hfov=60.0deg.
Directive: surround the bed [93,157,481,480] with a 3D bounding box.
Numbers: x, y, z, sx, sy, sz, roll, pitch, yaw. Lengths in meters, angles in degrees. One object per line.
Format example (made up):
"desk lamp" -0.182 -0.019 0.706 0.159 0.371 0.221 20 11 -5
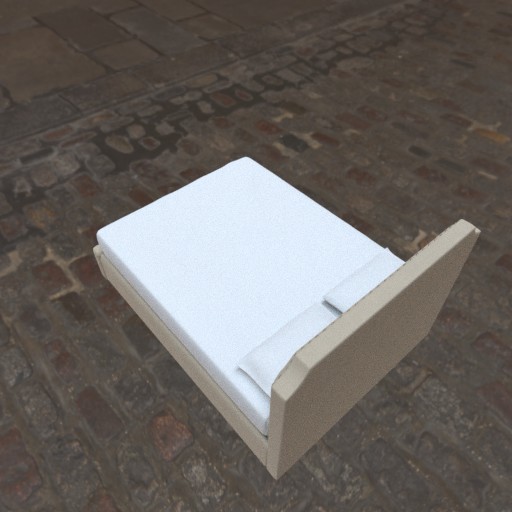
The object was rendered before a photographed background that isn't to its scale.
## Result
"bed" 0.000 0.000 3.392 1.703 1.415 2.329 -33 55 -27
